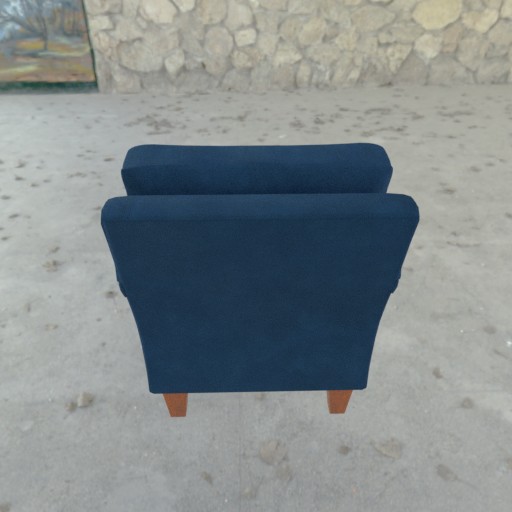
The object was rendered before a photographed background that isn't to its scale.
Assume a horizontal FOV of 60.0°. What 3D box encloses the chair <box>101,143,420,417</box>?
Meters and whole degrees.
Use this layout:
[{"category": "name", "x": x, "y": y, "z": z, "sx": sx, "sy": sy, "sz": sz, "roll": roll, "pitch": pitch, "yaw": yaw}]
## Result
[{"category": "chair", "x": 0.000, "y": 0.000, "z": 1.815, "sx": 0.895, "sy": 1.076, "sz": 1.078, "roll": -1, "pitch": 31, "yaw": -1}]
